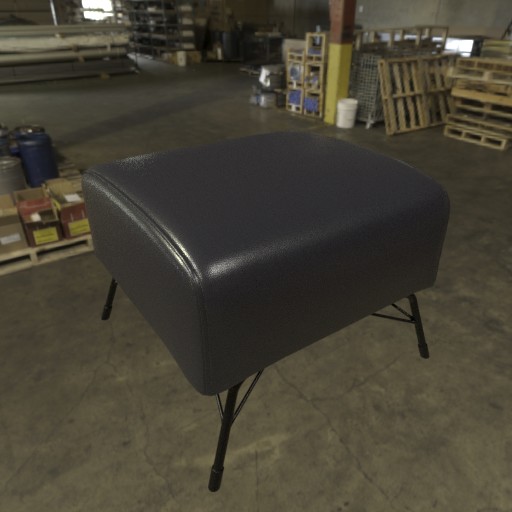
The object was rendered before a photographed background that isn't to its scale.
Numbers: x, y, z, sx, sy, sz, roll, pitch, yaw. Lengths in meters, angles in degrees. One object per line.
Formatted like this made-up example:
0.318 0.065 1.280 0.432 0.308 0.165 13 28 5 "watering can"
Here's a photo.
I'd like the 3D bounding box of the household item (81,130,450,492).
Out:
0.000 0.000 0.889 0.530 0.410 0.530 -19 35 -30 "household item"
